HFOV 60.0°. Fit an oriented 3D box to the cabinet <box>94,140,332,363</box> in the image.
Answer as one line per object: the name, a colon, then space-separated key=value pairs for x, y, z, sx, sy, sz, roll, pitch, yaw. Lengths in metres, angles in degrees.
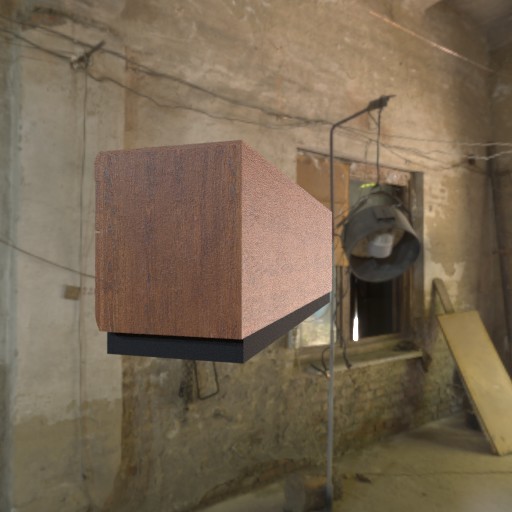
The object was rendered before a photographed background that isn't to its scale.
cabinet: x=0.000 y=0.000 z=1.819 sx=0.419 sy=0.510 sz=1.600 roll=0 pitch=0 yaw=17
